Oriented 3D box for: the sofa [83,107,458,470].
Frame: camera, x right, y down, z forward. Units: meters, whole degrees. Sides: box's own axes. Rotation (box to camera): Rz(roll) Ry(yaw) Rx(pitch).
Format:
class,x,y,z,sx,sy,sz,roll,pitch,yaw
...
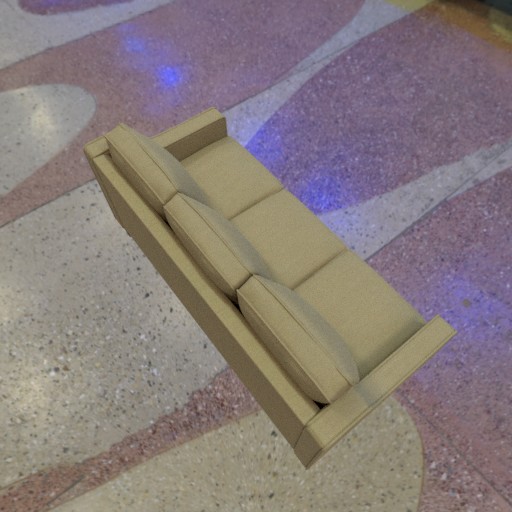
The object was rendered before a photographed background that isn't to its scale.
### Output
class,x,y,z,sx,sy,sz,roll,pitch,yaw
sofa,0.000,0.000,2.485,0.911,0.974,1.986,-34,64,-19
